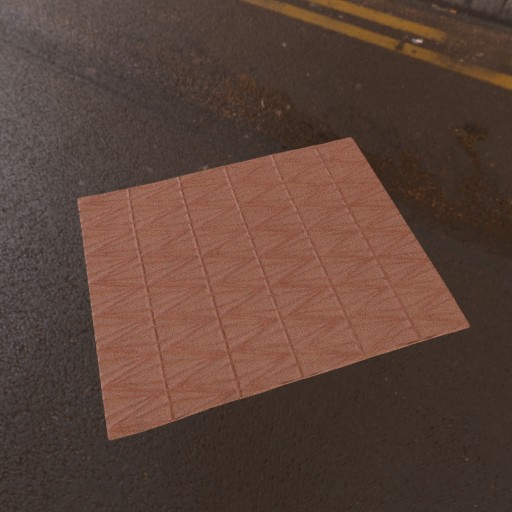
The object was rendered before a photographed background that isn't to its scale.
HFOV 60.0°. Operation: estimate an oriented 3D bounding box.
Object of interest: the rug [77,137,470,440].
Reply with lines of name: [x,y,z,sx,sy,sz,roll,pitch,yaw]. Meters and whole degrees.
rug: [0.000,0.000,4.136,3.052,0.043,2.453,-15,58,-10]
